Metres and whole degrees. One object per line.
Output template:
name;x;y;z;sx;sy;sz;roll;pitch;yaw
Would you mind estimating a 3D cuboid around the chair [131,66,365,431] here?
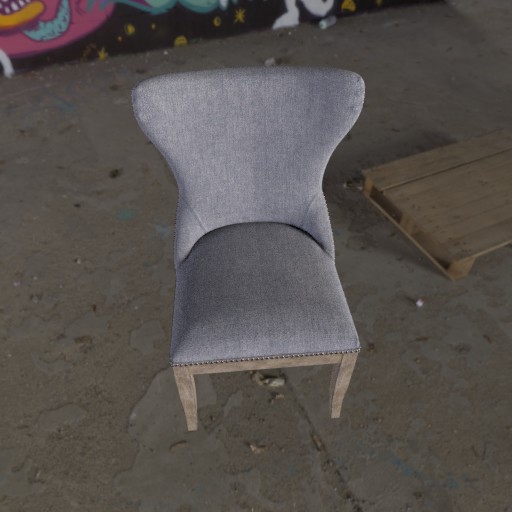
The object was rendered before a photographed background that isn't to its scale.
chair;0.000;0.000;1.429;0.654;1.002;0.681;-4;46;-4
